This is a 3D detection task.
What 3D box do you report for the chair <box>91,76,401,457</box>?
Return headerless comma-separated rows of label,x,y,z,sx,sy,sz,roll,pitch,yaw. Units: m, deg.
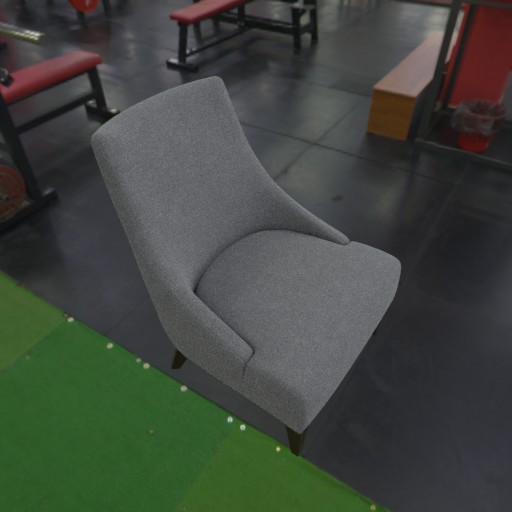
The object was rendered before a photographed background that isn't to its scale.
chair,0.000,0.000,1.511,0.861,0.909,0.701,26,48,25
